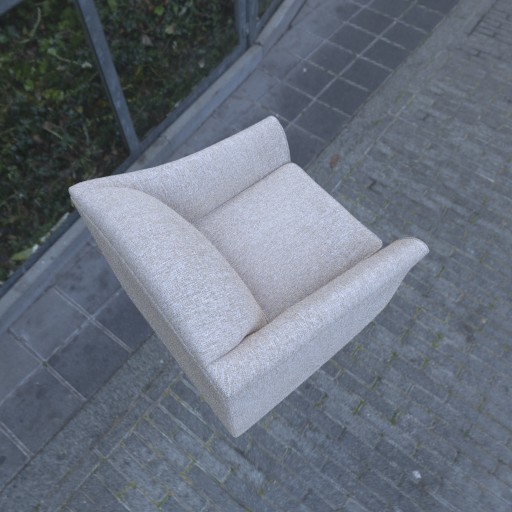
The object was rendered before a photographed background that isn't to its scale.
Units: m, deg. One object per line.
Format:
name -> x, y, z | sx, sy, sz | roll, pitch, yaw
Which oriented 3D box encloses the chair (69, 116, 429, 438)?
chair -> 0.000, 0.000, 1.487 | 0.787, 0.839, 0.763 | -35, 65, -19
